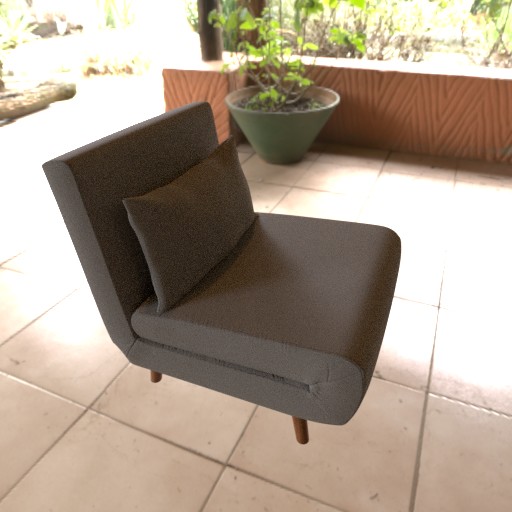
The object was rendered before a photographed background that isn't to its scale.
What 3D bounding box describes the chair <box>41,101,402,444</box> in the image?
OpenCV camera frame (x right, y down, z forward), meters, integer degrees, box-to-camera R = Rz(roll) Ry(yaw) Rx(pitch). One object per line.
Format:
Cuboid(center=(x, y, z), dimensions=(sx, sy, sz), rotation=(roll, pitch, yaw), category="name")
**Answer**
Cuboid(center=(0.000, 0.000, 1.474), dimensions=(0.902, 0.808, 0.770), rotation=(12, 33, 19), category="chair")
